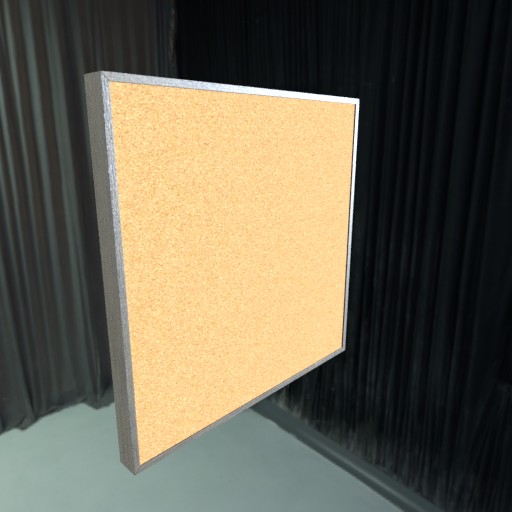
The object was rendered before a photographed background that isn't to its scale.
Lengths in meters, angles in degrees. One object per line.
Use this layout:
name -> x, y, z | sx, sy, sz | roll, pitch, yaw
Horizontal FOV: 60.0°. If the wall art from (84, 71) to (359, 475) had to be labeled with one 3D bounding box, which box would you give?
wall art -> 0.000, 0.000, 0.718 | 0.037, 0.507, 0.507 | 14, 21, 42
